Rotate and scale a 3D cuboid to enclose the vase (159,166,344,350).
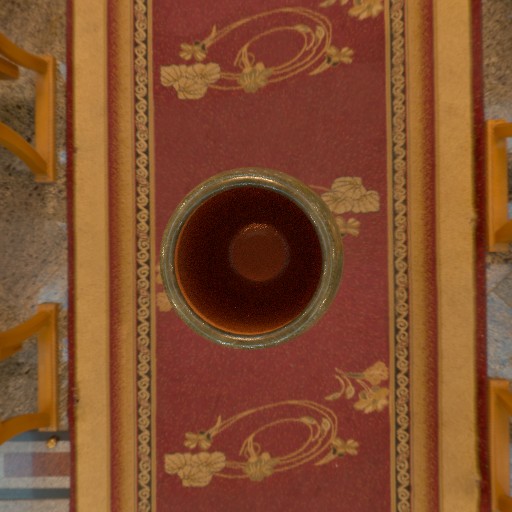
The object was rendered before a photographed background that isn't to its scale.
[{"bbox_3d":[0.000,0.000,0.384,0.139,0.313,0.139,0,91,2],"label":"vase"}]
